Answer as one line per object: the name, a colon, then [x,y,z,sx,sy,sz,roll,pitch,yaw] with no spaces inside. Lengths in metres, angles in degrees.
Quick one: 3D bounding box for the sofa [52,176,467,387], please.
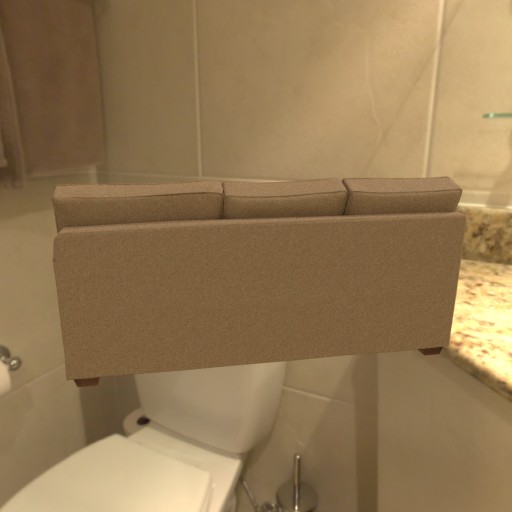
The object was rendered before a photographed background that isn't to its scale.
sofa: [0.000,0.000,2.567,1.963,0.946,1.034,-3,15,-10]
